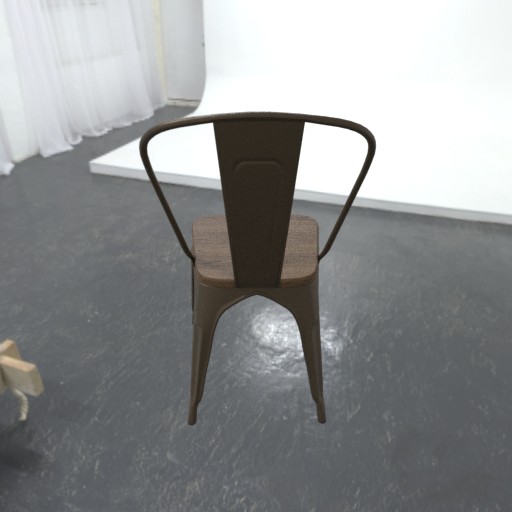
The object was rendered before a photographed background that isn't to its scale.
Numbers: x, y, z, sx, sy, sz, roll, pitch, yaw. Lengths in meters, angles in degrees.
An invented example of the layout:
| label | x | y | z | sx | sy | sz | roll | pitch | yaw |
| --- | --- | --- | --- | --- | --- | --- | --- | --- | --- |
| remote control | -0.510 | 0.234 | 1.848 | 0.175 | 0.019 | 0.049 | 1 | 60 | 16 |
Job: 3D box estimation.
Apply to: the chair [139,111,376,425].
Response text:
| label | x | y | z | sx | sy | sz | roll | pitch | yaw |
| --- | --- | --- | --- | --- | --- | --- | --- | --- | --- |
| chair | 0.000 | 0.000 | 1.160 | 0.451 | 0.844 | 0.532 | 0 | 30 | -1 |
